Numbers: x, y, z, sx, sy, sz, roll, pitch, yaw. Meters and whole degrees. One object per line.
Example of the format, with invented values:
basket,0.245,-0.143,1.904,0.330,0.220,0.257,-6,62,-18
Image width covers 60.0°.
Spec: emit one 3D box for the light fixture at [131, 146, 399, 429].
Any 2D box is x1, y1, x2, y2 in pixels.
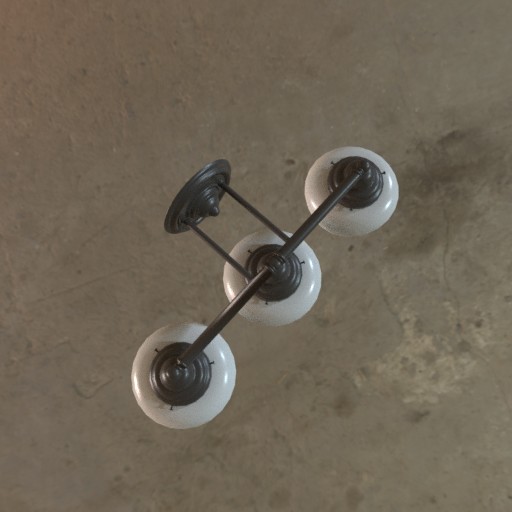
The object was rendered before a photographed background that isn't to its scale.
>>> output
light fixture,0.000,0.000,0.708,0.239,0.242,0.587,41,79,10
